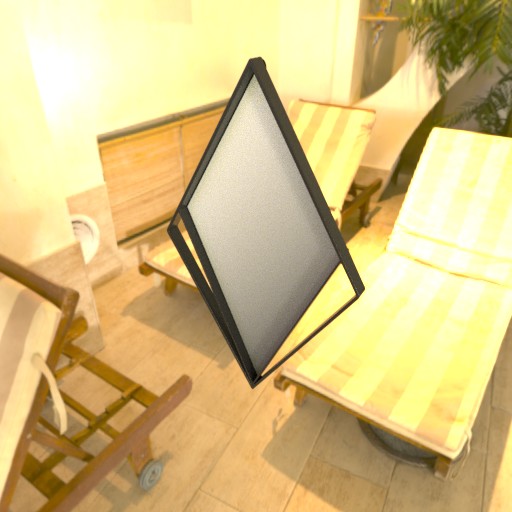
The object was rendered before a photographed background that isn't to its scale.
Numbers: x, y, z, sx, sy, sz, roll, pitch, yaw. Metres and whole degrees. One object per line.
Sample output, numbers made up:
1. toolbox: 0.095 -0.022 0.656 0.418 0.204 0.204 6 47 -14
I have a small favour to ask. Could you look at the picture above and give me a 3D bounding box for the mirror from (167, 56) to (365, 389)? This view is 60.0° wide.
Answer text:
1. mirror: 0.000 0.000 0.824 0.419 0.679 0.032 19 36 28
